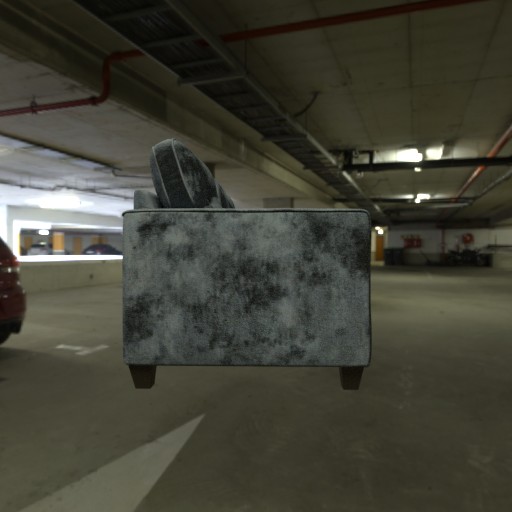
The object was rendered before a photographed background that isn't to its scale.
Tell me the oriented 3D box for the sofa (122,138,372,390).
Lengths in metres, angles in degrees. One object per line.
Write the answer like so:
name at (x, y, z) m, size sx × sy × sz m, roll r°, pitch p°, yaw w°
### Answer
sofa at (0.000, 0.000, 2.658) m, size 0.939 × 0.965 × 2.133 m, roll 0°, pitch 1°, yaw 2°
